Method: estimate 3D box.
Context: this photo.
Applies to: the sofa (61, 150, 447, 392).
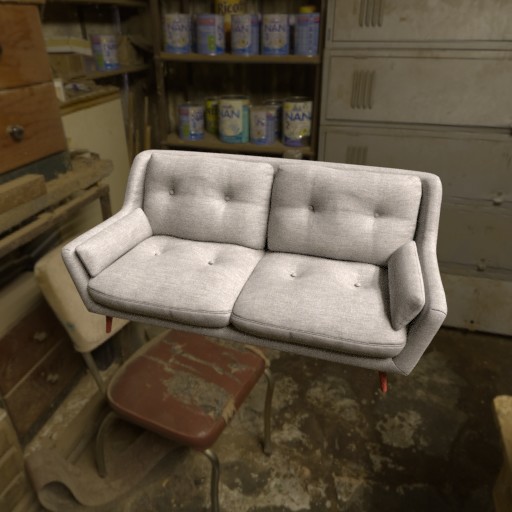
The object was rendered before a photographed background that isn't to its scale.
[{"bbox_3d":[0.000,0.000,2.487,1.930,0.897,0.976,8,28,16],"label":"sofa"}]
